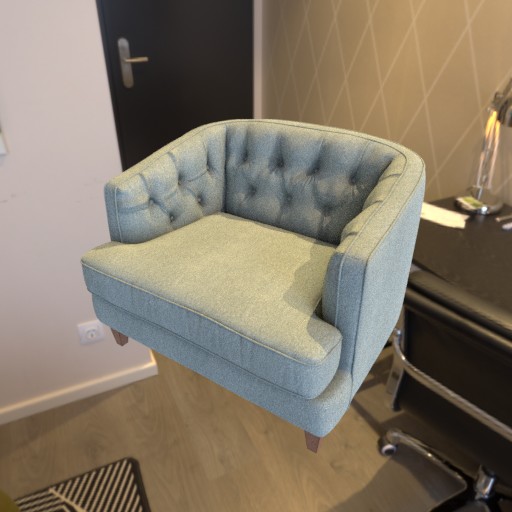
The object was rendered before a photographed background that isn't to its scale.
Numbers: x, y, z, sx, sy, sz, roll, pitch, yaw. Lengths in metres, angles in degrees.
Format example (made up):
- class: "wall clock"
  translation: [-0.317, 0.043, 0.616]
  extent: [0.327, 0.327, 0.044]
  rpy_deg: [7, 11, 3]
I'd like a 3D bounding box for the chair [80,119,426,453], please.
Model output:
- class: "chair"
  translation: [0.000, 0.000, 1.762]
  extent: [1.094, 0.852, 0.945]
  rpy_deg: [19, 35, 29]
